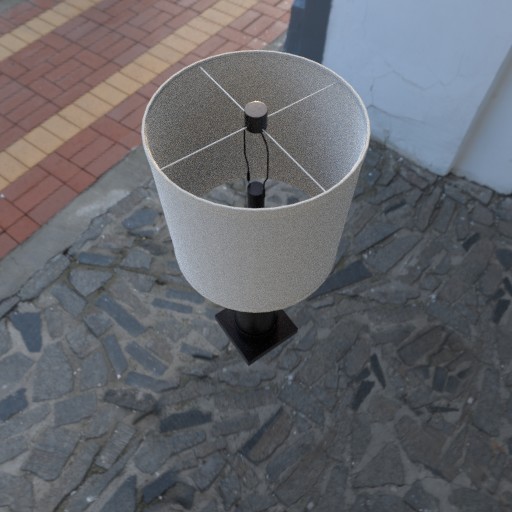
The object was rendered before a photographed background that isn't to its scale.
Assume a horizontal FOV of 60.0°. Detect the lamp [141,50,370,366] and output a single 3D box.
[{"bbox_3d":[0.000,0.000,0.616,0.211,0.509,0.211,-31,64,-17],"label":"lamp"}]
